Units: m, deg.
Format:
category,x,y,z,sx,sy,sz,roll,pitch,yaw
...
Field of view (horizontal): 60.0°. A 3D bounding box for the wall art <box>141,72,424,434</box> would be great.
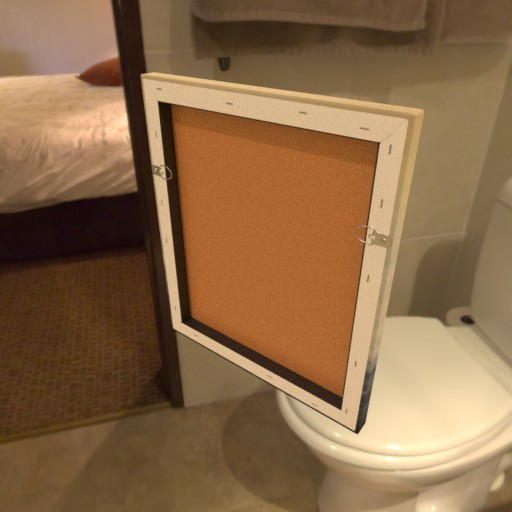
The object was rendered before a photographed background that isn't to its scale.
category,x,y,z,sx,sy,sz,roll,pitch,yaw
wall art,0.000,0.000,0.990,0.608,0.710,0.041,21,37,32
